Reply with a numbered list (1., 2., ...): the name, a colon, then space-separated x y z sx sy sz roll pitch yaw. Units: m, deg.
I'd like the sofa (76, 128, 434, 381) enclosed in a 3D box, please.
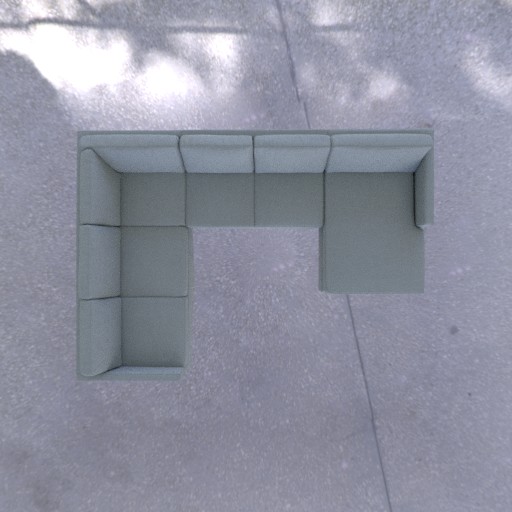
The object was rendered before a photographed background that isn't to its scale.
1. sofa: 0.000 0.000 4.487 3.460 0.882 2.427 0 90 1
